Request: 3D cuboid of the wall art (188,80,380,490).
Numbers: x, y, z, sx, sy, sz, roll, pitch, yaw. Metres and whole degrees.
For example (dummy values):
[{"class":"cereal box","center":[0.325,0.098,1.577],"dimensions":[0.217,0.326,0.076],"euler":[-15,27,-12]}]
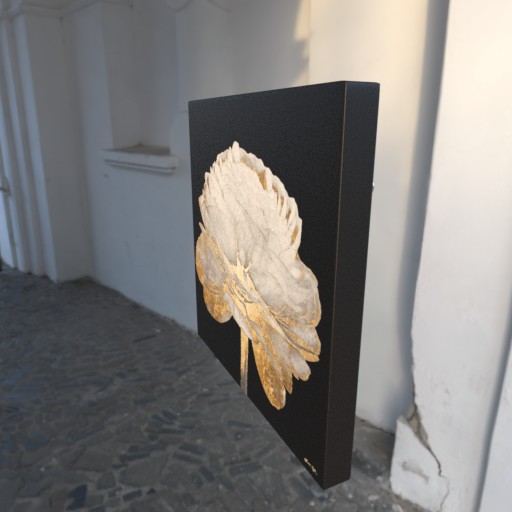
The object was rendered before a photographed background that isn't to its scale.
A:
[{"class":"wall art","center":[0.000,0.000,0.593],"dimensions":[0.041,0.407,0.406],"euler":[-8,19,-25]}]
